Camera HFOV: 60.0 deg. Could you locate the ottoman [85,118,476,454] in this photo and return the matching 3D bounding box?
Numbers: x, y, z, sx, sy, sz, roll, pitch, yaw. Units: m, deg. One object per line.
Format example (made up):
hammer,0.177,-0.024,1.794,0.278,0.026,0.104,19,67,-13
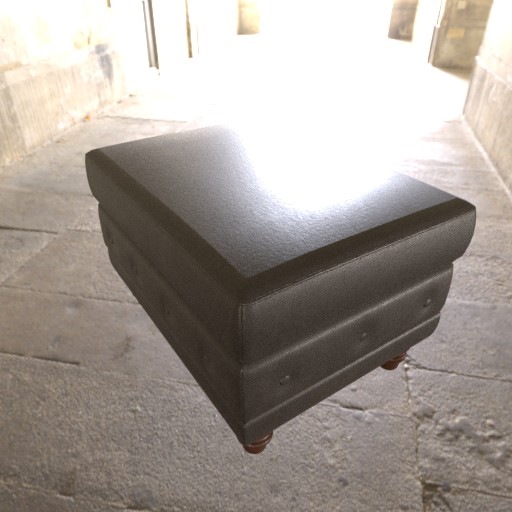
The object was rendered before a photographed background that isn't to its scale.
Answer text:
ottoman,0.000,0.000,1.151,0.590,0.498,0.795,-20,38,-28
